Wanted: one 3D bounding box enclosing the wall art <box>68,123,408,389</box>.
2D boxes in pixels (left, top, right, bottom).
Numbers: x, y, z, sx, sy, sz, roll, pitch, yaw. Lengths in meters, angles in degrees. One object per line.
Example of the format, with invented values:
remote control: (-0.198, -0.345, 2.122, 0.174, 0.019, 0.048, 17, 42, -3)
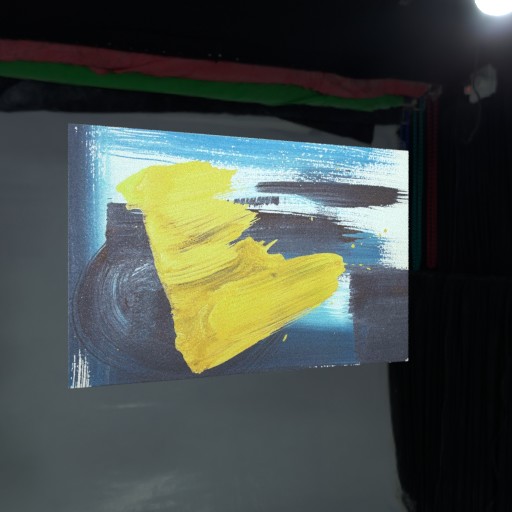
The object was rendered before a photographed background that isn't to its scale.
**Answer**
wall art: (0.000, 0.000, 1.171, 0.914, 0.610, 0.039, 0, 0, -17)
